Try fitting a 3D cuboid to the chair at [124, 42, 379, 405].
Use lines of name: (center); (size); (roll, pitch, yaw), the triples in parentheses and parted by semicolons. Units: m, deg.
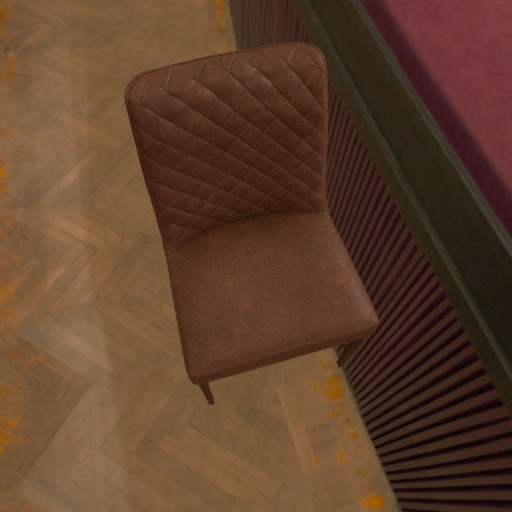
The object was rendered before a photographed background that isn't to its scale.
chair: (0.000, 0.000, 1.240); (0.508, 0.889, 0.587); (-14, 63, -7)
